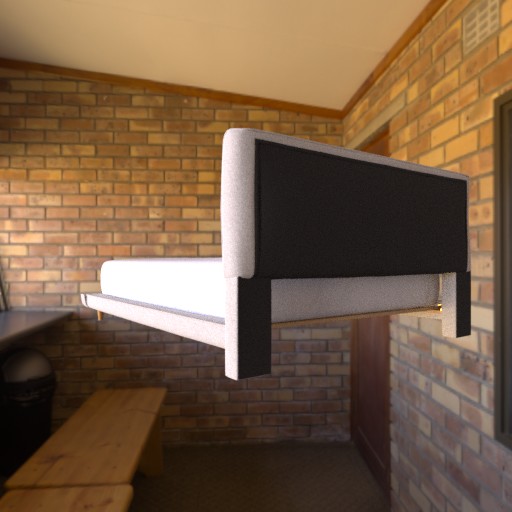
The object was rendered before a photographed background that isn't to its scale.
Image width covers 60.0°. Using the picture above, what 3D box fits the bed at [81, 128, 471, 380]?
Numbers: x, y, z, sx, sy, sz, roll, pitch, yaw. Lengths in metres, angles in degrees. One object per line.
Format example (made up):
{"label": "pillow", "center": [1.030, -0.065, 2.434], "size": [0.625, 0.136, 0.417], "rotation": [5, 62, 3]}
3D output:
{"label": "bed", "center": [0.000, 0.000, 3.458], "size": [1.980, 1.126, 2.498], "rotation": [0, -1, -36]}
